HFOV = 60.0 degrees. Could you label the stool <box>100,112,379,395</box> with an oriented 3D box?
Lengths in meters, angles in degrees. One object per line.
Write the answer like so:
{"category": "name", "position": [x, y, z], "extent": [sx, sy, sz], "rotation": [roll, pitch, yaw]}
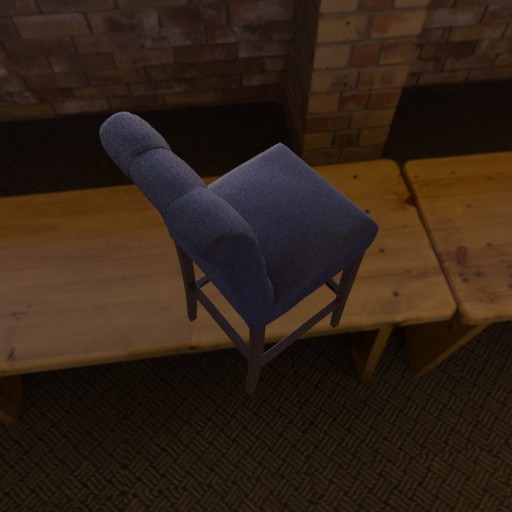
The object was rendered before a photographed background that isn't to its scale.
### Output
{"category": "stool", "position": [0.000, 0.000, 1.481], "extent": [0.601, 1.140, 0.493], "rotation": [-34, 63, -20]}
